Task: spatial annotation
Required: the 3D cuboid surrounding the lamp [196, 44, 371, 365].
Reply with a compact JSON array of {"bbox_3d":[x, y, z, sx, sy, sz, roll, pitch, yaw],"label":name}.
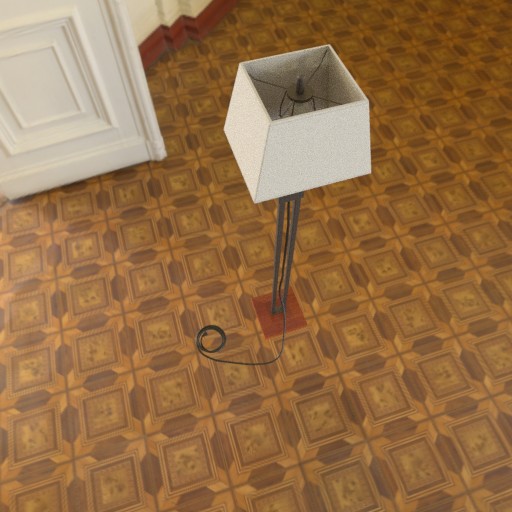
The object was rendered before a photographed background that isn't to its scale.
[{"bbox_3d":[0.000,0.000,1.981,0.745,1.712,0.472,-16,60,-9],"label":"lamp"}]
